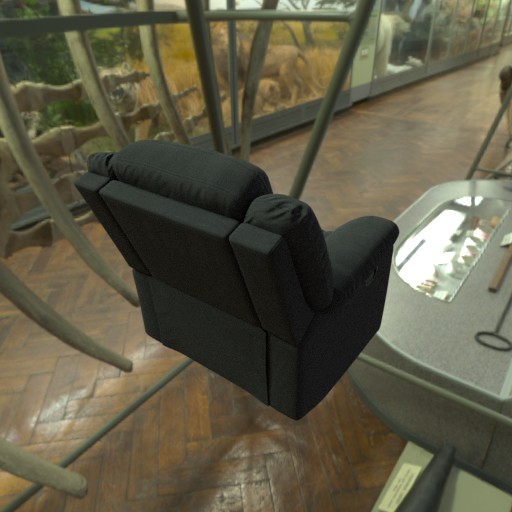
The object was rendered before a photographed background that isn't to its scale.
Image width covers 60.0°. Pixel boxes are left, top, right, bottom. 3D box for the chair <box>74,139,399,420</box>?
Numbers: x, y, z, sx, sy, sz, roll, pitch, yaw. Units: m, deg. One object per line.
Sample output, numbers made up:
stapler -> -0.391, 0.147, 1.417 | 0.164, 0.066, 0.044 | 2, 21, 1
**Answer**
chair -> 0.000, 0.000, 1.741 | 0.899, 1.008, 0.944 | 20, 36, 31
